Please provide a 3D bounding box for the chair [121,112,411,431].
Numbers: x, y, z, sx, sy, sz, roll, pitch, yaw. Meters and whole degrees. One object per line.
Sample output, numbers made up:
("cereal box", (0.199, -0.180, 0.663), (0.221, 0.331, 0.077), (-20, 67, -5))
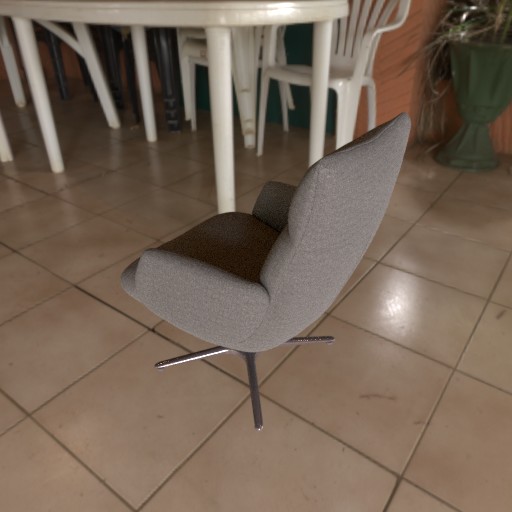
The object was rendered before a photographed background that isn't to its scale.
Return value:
("chair", (0.000, 0.000, 1.542), (0.831, 0.984, 0.702), (20, 37, 30))
